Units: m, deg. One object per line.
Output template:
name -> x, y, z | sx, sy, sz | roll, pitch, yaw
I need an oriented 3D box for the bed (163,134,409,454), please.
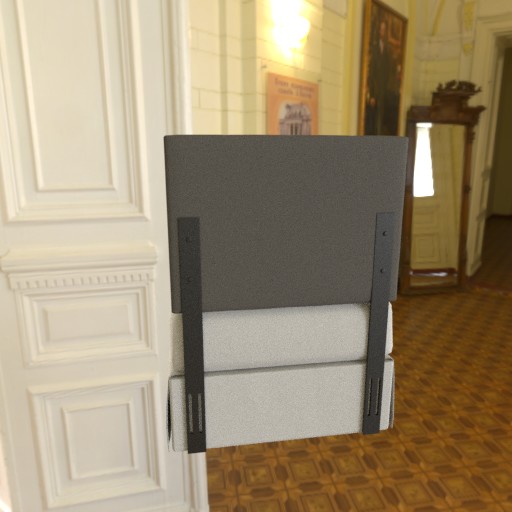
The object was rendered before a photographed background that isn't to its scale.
bed -> 0.000, 0.000, 3.101 | 1.261, 1.571, 1.997 | -2, 13, -9
